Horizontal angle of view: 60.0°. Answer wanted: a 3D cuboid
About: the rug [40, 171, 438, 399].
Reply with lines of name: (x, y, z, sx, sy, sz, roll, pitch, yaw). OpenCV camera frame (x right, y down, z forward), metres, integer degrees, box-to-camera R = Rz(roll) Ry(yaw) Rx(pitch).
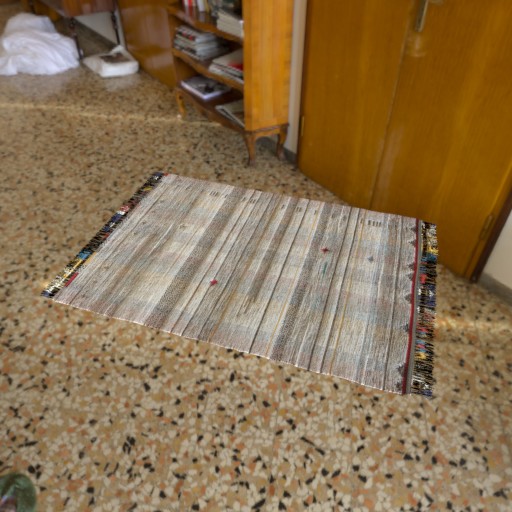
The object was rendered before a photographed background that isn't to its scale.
rug: (0.000, 0.000, 2.353, 1.848, 0.012, 1.217, 12, 43, 13)
